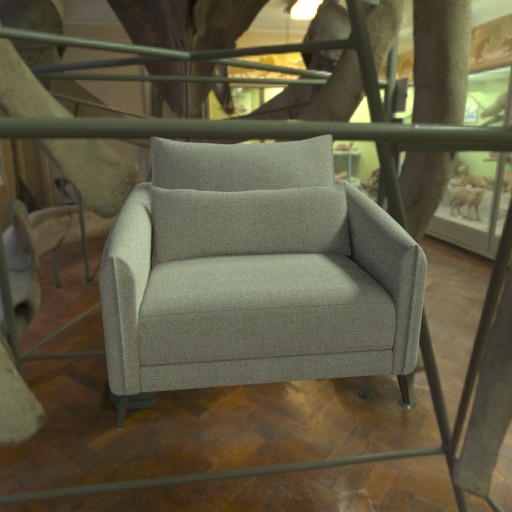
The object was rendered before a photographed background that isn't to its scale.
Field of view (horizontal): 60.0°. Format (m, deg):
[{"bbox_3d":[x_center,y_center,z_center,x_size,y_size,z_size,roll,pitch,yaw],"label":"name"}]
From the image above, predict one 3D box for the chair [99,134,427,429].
[{"bbox_3d":[0.000,0.000,1.631,1.029,0.856,0.801,-2,16,-7],"label":"chair"}]
